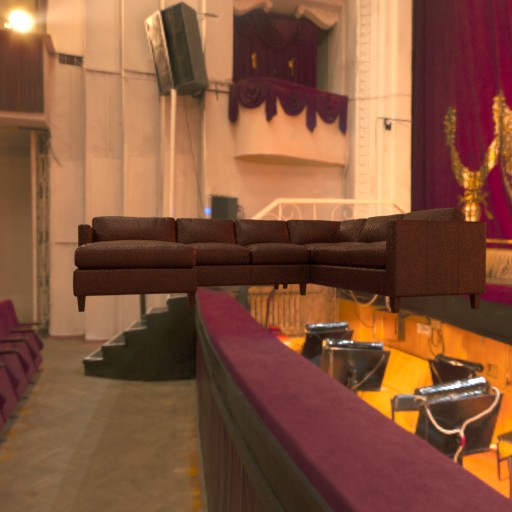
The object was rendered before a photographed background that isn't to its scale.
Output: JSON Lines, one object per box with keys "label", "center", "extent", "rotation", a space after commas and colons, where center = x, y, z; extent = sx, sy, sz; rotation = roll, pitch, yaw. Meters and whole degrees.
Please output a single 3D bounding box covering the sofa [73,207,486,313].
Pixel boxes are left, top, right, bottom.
{"label": "sofa", "center": [0.000, 0.000, 4.397], "extent": [3.324, 0.891, 2.452], "rotation": [0, 1, -18]}
